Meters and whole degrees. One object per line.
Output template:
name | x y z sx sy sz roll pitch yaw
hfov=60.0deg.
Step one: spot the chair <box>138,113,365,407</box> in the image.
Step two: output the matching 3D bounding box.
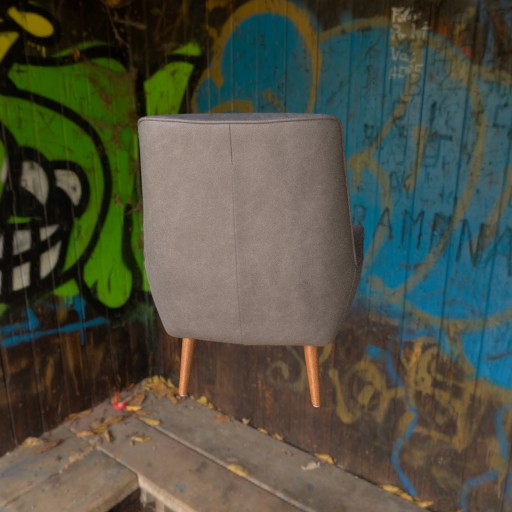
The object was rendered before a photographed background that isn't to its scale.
chair | 0.000 0.000 1.509 0.787 0.888 0.822 2 15 8
